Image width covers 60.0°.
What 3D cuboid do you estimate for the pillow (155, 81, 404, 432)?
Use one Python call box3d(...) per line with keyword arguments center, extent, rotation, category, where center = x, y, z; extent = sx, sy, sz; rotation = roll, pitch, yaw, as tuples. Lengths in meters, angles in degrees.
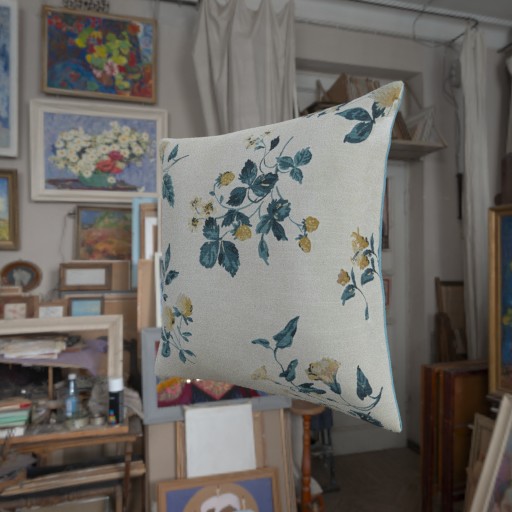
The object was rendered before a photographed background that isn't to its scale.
box3d(center=(0.000, 0.000, 0.794), extent=(0.526, 0.507, 0.166), rotation=(0, -1, 37), category="pillow")
